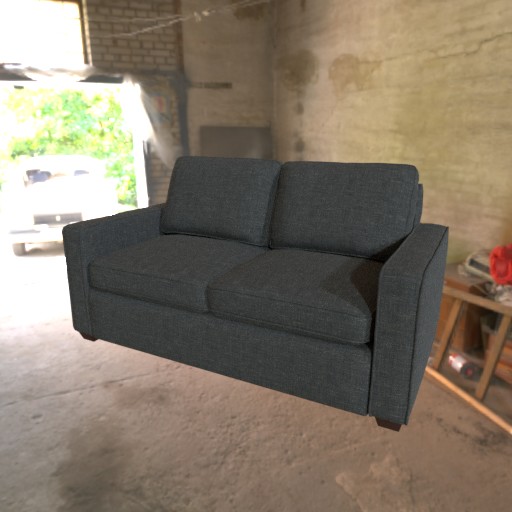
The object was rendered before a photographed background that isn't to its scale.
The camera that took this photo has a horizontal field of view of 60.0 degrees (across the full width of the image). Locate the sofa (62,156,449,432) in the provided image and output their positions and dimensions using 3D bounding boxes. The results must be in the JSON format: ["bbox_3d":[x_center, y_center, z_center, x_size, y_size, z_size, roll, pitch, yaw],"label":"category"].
[{"bbox_3d":[0.000,0.000,2.214,1.709,0.918,0.947,8,18,27],"label":"sofa"}]
